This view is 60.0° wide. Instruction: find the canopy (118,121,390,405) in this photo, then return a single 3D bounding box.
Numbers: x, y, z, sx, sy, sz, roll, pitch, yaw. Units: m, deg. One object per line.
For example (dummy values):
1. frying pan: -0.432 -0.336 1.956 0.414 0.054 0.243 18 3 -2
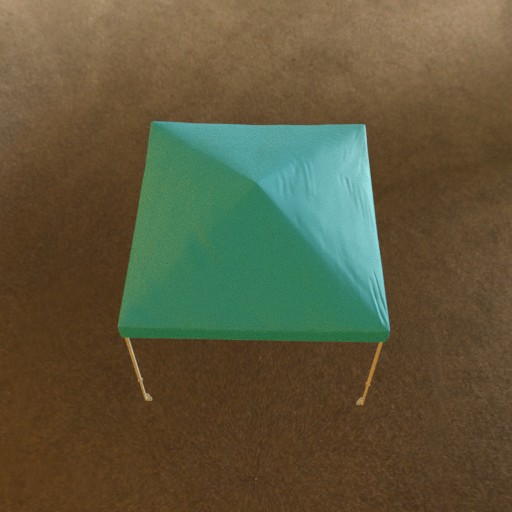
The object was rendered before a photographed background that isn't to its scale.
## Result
1. canopy: 0.000 0.000 5.147 2.849 2.850 2.850 1 63 0
